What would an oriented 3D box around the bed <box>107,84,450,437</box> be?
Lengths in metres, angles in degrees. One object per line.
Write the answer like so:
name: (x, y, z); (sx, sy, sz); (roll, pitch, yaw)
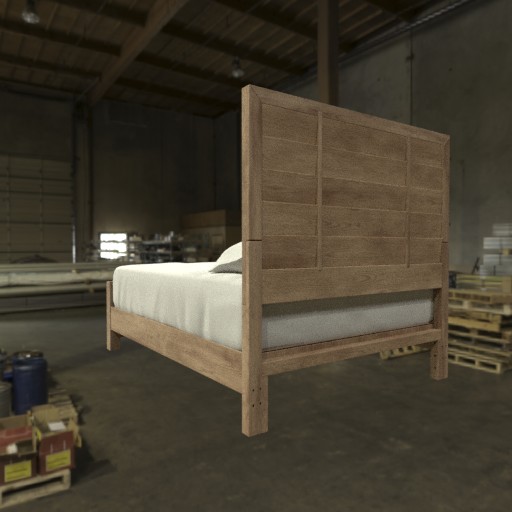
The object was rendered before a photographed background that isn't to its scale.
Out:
bed: (0.000, 0.000, 3.401); (1.626, 1.626, 2.197); (-1, 1, -35)
